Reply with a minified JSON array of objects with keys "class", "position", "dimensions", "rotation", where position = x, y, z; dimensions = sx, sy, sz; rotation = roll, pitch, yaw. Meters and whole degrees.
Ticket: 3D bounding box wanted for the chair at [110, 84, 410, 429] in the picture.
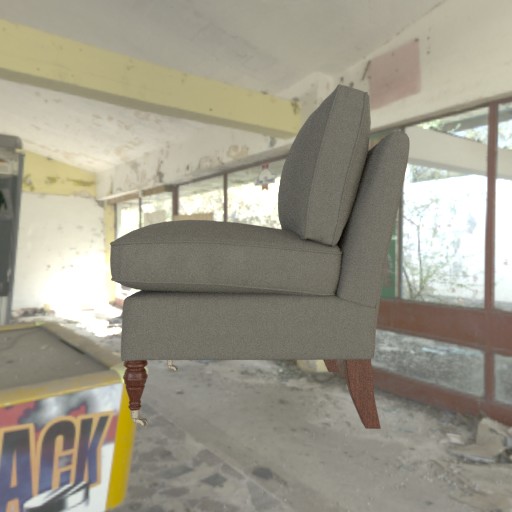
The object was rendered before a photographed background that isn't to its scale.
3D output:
[{"class":"chair","position":[0.000,0.000,1.670],"dimensions":[0.924,1.045,0.724],"rotation":[0,1,-1]}]
